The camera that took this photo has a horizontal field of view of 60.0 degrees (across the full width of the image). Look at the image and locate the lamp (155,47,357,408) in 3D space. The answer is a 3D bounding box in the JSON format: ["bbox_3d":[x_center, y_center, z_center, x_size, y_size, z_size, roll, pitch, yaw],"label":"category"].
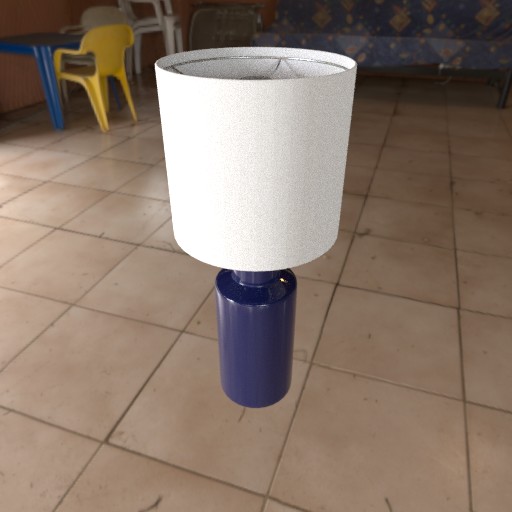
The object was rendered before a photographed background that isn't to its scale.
[{"bbox_3d":[0.000,0.000,0.604,0.212,0.493,0.212,10,34,15],"label":"lamp"}]
